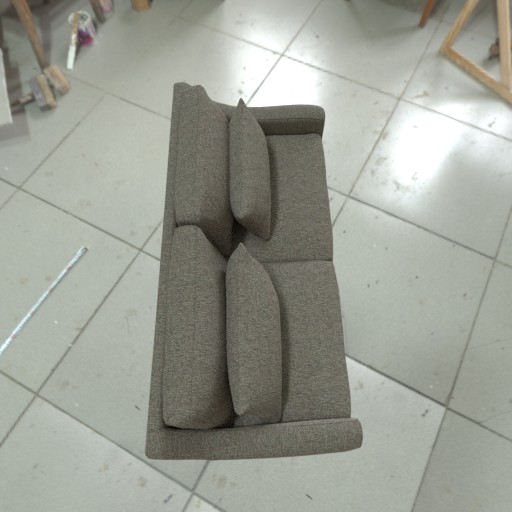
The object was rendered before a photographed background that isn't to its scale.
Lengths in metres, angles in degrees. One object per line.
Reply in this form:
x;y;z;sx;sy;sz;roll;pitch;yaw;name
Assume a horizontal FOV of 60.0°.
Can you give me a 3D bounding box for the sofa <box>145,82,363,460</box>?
0.000;0.000;2.894;1.103;0.998;2.418;-1;64;-1;sofa
